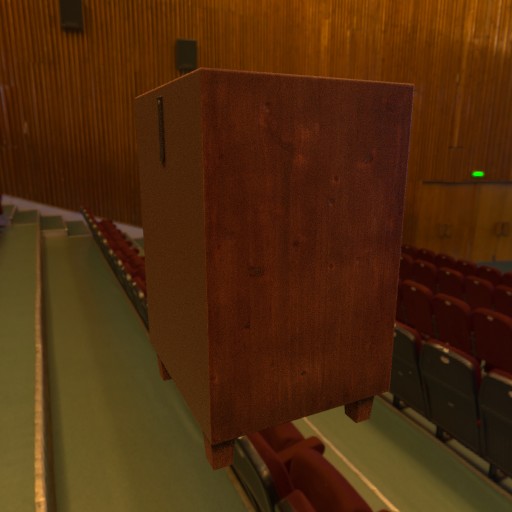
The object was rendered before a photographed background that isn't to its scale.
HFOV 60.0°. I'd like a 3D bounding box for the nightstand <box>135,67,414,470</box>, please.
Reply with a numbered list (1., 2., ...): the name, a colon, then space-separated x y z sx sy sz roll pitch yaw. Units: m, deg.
1. nightstand: 0.000 0.000 0.995 0.410 0.695 0.465 -7 16 -25
